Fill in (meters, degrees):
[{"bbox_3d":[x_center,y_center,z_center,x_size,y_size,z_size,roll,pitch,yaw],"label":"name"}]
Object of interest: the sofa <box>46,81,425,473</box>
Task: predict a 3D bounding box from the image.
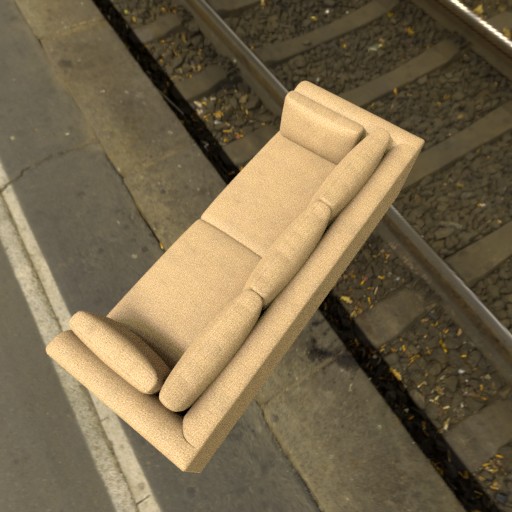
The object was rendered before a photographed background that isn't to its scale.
[{"bbox_3d":[0.000,0.000,2.856,0.969,0.867,2.415,33,68,15],"label":"sofa"}]
